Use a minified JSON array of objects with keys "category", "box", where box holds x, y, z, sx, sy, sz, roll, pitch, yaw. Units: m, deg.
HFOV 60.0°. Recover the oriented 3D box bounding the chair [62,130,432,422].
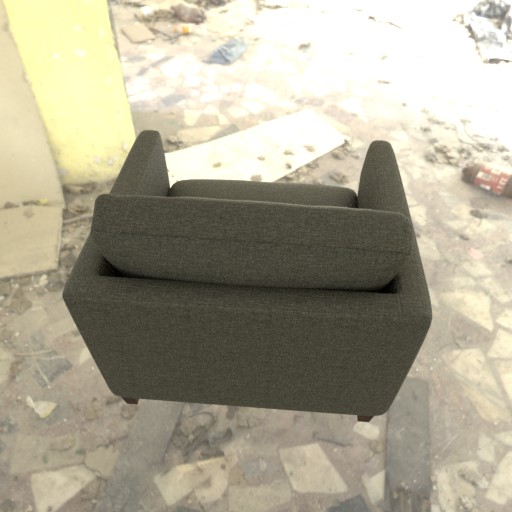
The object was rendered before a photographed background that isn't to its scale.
[{"category":"chair","box":[0.000,0.000,1.775,1.107,0.963,0.959,3,47,3]}]
